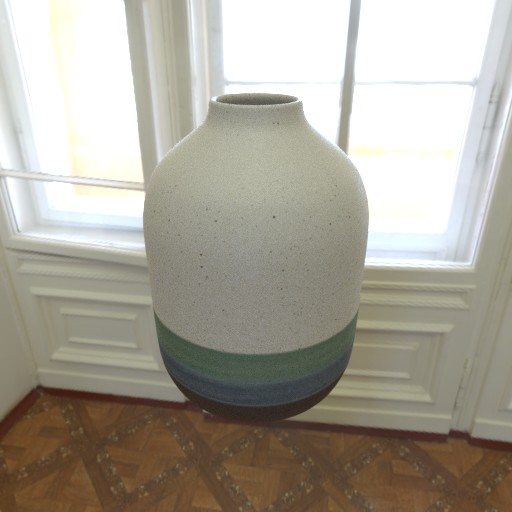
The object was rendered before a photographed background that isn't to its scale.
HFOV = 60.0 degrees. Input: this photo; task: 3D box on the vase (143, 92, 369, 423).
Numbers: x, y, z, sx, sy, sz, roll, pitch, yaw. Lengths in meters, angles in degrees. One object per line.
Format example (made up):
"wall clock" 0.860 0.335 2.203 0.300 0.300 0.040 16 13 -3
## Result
"vase" 0.000 0.000 0.355 0.169 0.240 0.169 0 27 0
